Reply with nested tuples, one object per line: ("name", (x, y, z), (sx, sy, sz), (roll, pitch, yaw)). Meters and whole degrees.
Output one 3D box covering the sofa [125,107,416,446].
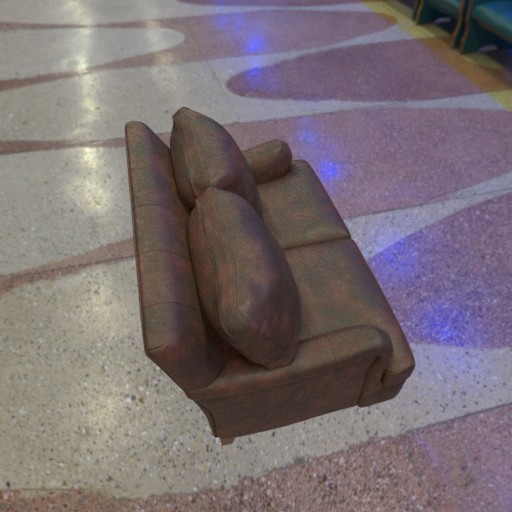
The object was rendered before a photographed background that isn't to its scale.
("sofa", (0.000, 0.000, 2.389), (1.148, 1.070, 1.628), (-10, 48, -9))
